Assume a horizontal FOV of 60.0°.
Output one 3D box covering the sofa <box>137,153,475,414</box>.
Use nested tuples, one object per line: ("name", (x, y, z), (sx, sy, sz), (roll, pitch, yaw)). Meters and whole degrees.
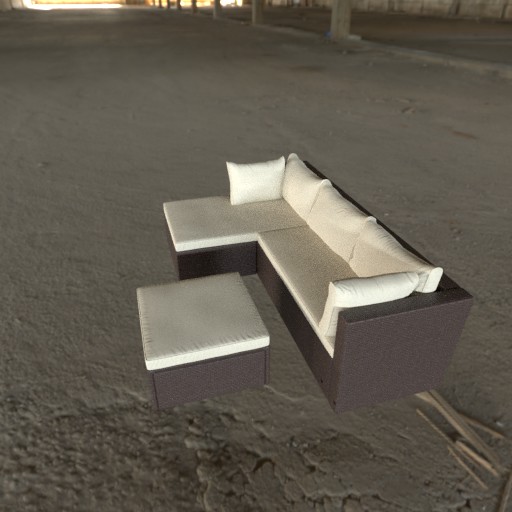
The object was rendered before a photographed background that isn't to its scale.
("sofa", (0.000, 0.000, 3.015), (1.612, 0.766, 2.192), (-9, 32, -14))
